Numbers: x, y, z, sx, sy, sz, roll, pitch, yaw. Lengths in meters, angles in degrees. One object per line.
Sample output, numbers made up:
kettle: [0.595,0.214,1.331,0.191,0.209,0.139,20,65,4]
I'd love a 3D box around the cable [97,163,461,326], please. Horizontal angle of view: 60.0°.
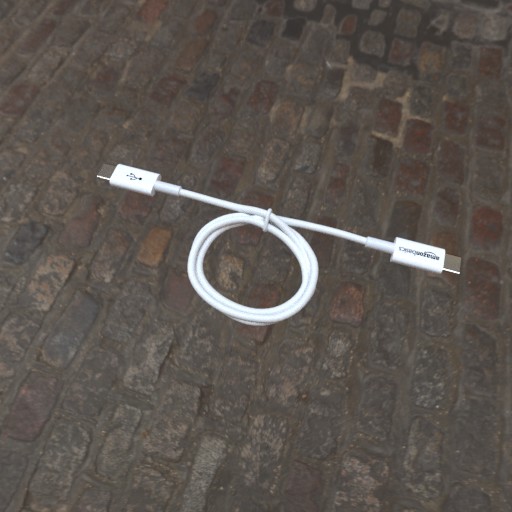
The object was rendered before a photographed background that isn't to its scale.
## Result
cable: [0.000,0.000,0.227,0.203,0.014,0.070,15,65,7]
